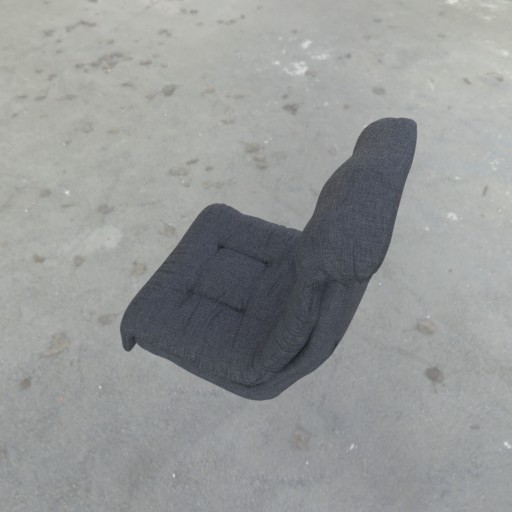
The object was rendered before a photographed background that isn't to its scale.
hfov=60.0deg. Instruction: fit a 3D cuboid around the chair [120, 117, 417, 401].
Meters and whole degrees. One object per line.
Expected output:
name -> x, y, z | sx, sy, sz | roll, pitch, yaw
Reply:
chair -> 0.000, 0.000, 1.245 | 0.668, 0.749, 0.597 | 17, 50, 15
